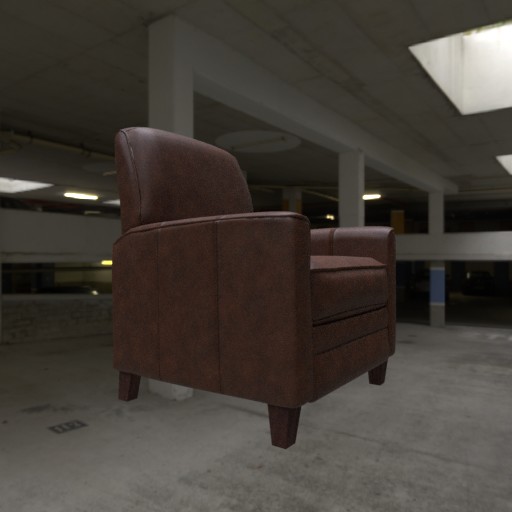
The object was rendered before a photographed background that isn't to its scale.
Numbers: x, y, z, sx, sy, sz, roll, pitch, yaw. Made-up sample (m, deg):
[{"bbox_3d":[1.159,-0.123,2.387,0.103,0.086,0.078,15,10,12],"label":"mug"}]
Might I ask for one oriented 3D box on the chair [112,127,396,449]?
[{"bbox_3d":[0.000,0.000,1.668,0.850,1.010,0.839,0,0,36],"label":"chair"}]
